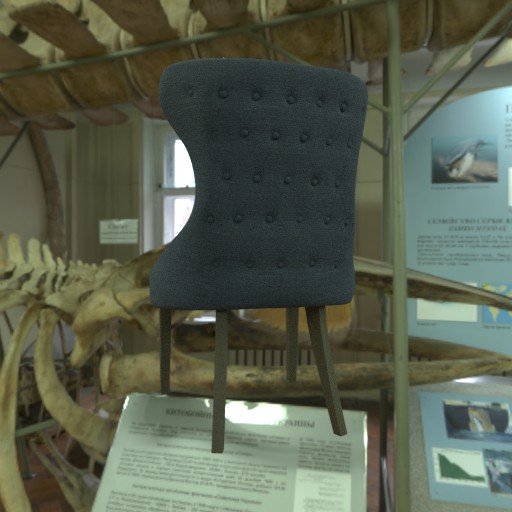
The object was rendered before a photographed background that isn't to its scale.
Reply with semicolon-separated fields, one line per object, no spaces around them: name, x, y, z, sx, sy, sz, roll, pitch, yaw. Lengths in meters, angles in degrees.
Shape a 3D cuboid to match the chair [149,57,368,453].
chair;0.000;0.000;1.363;0.628;0.967;0.635;0;0;-18
